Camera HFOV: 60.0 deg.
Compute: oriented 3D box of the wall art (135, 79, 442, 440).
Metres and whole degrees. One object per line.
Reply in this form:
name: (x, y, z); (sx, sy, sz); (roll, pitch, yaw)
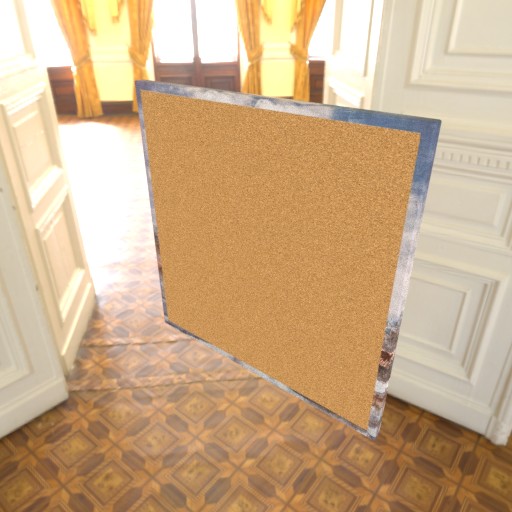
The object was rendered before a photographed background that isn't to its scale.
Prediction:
wall art: (0.000, 0.000, 1.481); (1.010, 1.020, 0.040); (21, 36, 32)
